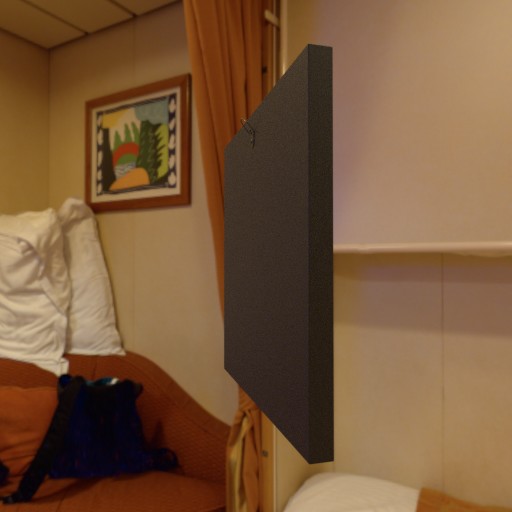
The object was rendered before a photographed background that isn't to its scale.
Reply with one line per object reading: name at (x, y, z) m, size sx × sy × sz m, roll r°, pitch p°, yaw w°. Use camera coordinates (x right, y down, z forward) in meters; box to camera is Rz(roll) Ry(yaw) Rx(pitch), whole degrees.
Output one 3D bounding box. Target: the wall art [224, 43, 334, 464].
wall art at (0.000, 0.000, 0.536) m, size 0.038 × 0.349 × 0.349 m, roll 0°, pitch -1°, yaw -16°
